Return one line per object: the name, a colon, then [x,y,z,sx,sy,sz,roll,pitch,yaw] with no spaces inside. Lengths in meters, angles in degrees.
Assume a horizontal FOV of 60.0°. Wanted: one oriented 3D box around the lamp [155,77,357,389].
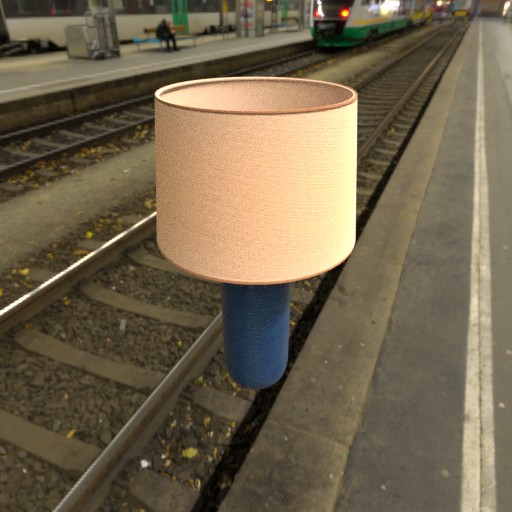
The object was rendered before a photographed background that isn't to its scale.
lamp: [0.000,0.000,0.861,0.367,0.609,0.367,0,29,0]
